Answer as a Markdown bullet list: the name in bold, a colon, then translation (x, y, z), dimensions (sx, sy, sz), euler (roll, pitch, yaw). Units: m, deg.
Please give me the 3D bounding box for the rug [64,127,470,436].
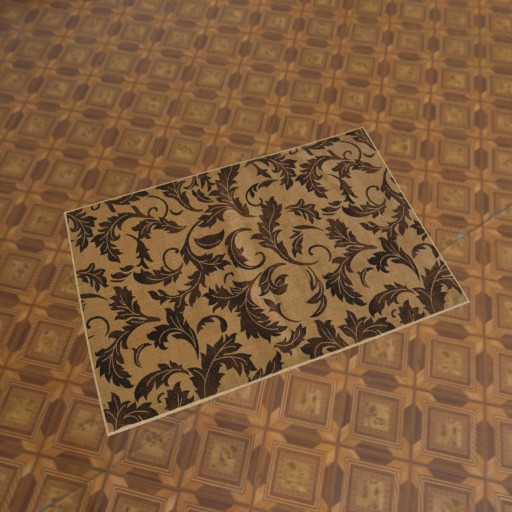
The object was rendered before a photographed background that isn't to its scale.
- **rug**: translation (0.000, 0.000, 2.893), dimensions (2.284, 0.008, 1.522), euler (-18, 65, -9)
